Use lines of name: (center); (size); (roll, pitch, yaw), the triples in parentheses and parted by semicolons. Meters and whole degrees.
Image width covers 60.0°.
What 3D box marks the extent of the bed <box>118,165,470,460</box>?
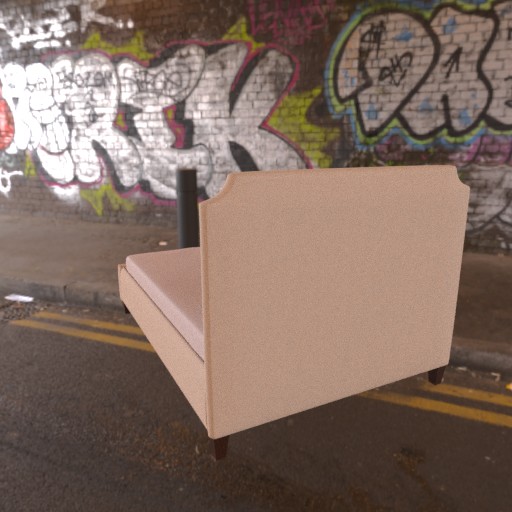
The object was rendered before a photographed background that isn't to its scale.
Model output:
bed: (0.000, 0.000, 3.407); (1.712, 1.443, 2.372); (-7, 16, -26)
